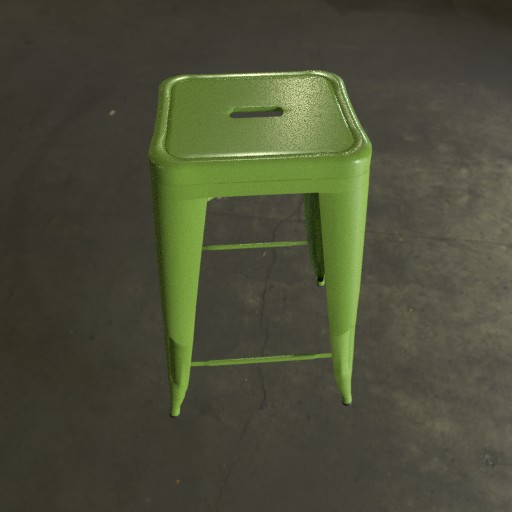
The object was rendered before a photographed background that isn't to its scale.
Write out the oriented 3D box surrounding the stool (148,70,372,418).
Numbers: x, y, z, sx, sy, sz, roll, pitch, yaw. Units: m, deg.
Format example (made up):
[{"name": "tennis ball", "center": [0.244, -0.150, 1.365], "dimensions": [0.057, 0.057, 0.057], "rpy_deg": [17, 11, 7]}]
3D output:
[{"name": "stool", "center": [0.000, 0.000, 0.854], "dimensions": [0.398, 0.609, 0.358], "rpy_deg": [-3, 47, -3]}]
